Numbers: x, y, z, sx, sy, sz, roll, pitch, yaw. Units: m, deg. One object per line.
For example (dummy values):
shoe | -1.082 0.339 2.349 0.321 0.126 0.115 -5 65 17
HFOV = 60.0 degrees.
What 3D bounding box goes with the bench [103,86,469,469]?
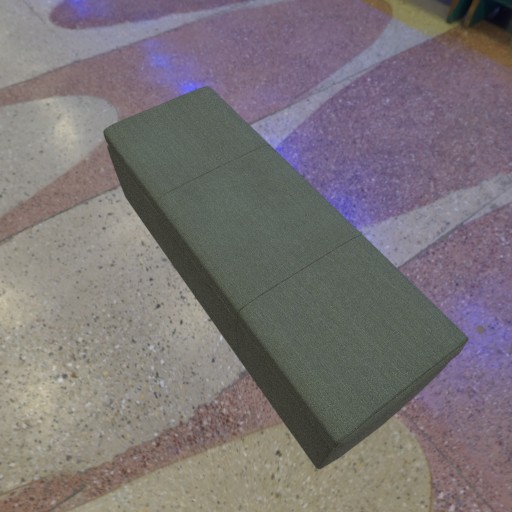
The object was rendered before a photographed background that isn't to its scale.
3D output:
bench | 0.000 0.000 1.481 0.446 0.438 1.269 -30 61 -18
